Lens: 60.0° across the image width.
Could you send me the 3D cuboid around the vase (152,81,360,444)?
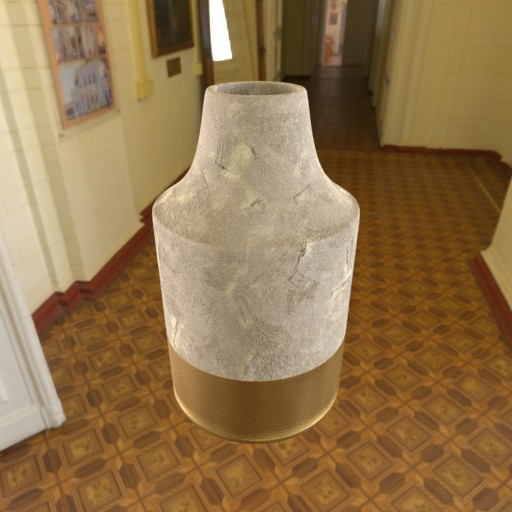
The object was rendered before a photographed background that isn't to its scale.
[{"bbox_3d":[0.000,0.000,0.425,0.184,0.305,0.184,0,29,0],"label":"vase"}]
